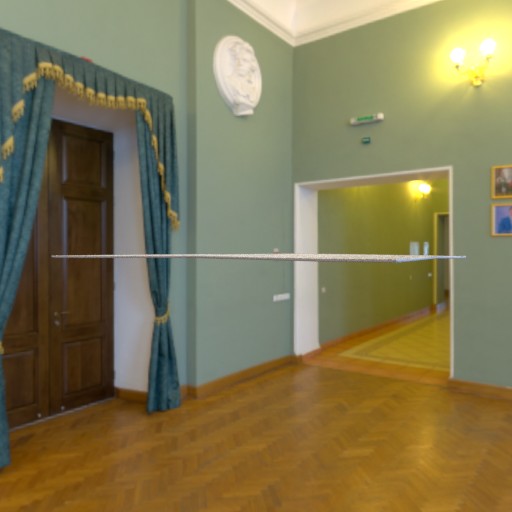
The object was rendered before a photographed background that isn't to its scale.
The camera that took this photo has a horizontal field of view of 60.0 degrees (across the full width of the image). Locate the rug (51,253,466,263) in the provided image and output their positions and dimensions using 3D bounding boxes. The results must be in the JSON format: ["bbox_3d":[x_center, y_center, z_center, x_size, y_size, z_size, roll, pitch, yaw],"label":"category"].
[{"bbox_3d":[0.000,0.000,2.274,1.804,0.022,1.162,0,1,35],"label":"rug"}]
